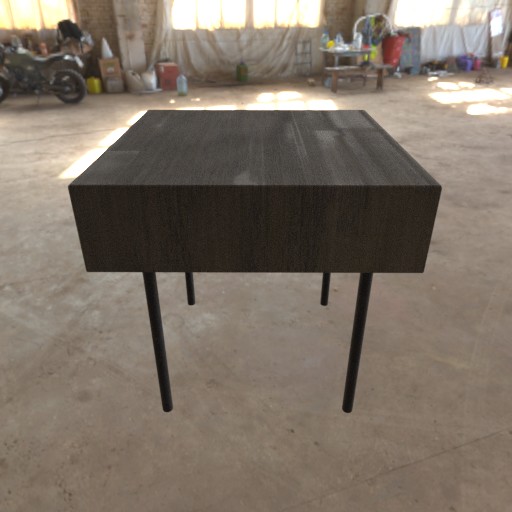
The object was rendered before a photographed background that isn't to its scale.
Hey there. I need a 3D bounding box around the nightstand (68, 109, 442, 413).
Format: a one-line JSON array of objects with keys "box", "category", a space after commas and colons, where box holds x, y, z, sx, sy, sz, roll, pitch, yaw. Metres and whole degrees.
[{"box": [0.000, 0.000, 0.931, 0.503, 0.497, 0.502, 0, 29, 0], "category": "nightstand"}]
